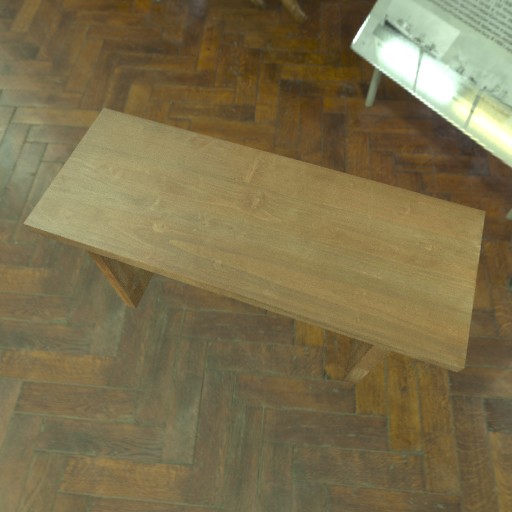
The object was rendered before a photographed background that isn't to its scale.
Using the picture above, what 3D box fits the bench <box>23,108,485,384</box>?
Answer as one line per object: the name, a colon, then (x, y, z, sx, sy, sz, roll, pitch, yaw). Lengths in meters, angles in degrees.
bench: (0.000, 0.000, 1.418, 1.183, 0.458, 0.458, 17, 64, 9)
